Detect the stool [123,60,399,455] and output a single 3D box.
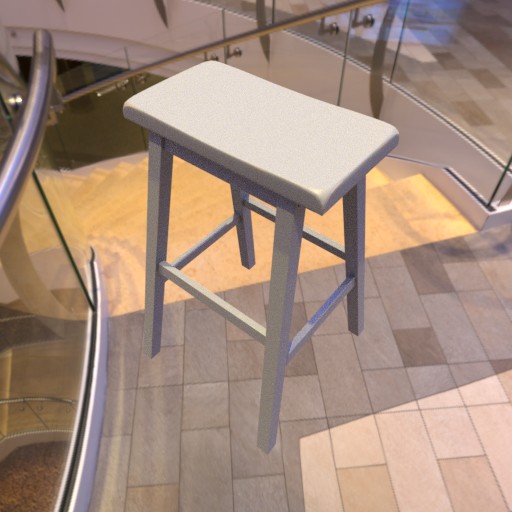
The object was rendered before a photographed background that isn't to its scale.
[{"bbox_3d":[0.000,0.000,1.051,0.457,0.737,0.476,31,54,26],"label":"stool"}]
